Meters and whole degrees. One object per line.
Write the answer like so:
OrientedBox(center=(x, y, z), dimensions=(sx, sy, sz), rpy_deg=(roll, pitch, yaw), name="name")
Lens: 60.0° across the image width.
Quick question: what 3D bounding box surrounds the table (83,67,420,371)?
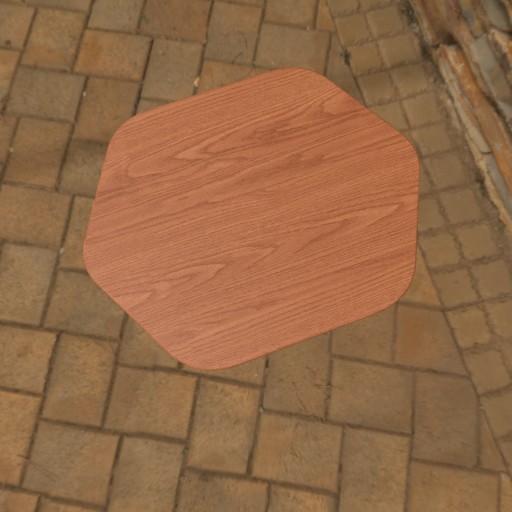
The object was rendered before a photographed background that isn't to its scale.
OrientedBox(center=(0.000, 0.000, 0.898), dimensions=(0.500, 0.562, 0.400), rpy_deg=(-20, 76, -5), name="table")
